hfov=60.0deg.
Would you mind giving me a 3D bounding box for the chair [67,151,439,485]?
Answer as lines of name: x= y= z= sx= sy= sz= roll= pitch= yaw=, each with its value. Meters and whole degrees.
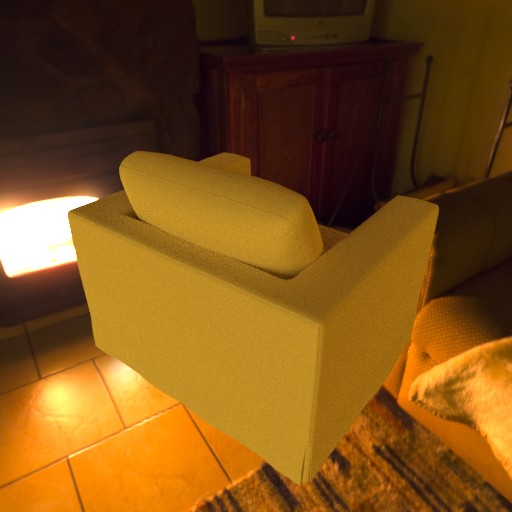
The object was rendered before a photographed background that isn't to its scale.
chair: x=0.000 y=0.000 z=1.807 sx=1.150 sy=0.878 sz=0.957 roll=21 pitch=37 yaw=32
